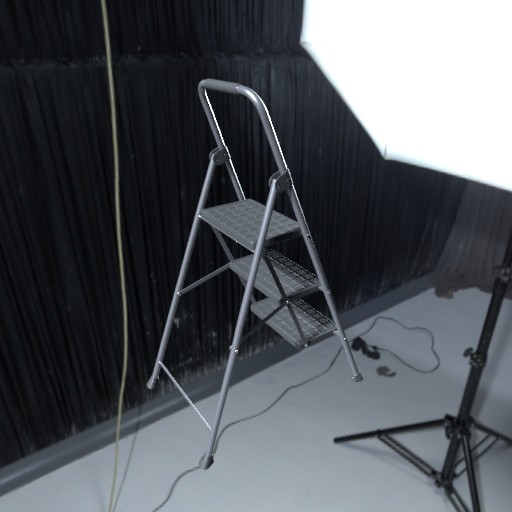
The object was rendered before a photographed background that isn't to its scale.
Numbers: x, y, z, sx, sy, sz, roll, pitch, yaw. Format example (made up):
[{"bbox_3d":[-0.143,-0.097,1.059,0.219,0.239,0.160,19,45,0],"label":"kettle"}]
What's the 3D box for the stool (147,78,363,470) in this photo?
[{"bbox_3d":[0.000,0.000,1.504,0.733,1.121,0.473,-17,32,-30],"label":"stool"}]
